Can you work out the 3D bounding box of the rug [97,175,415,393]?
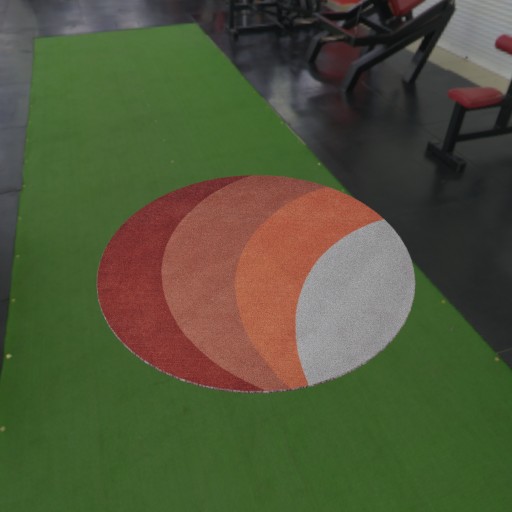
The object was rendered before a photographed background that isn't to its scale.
[{"bbox_3d":[0.000,0.000,2.182,1.514,0.015,1.514,0,41,0],"label":"rug"}]
